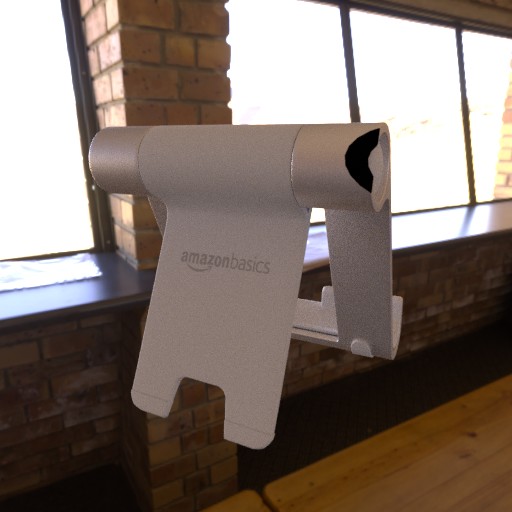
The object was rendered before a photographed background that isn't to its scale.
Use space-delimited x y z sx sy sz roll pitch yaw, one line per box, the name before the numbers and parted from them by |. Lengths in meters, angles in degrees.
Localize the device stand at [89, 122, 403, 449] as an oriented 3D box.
device stand | 0.000 0.000 0.149 0.086 0.084 0.079 7 17 26
